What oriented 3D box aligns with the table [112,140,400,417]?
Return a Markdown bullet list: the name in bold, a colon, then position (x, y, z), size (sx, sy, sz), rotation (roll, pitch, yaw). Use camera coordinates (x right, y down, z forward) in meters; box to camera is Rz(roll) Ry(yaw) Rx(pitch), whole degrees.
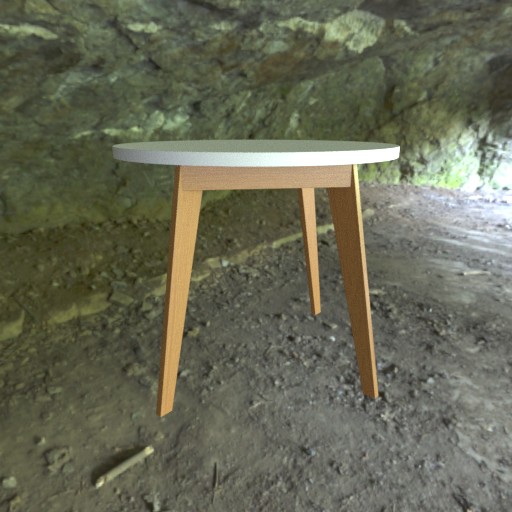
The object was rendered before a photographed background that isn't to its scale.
- **table**: position (0.000, 0.000, 1.555), size (0.896, 0.762, 0.896), rotation (0, 17, 0)
